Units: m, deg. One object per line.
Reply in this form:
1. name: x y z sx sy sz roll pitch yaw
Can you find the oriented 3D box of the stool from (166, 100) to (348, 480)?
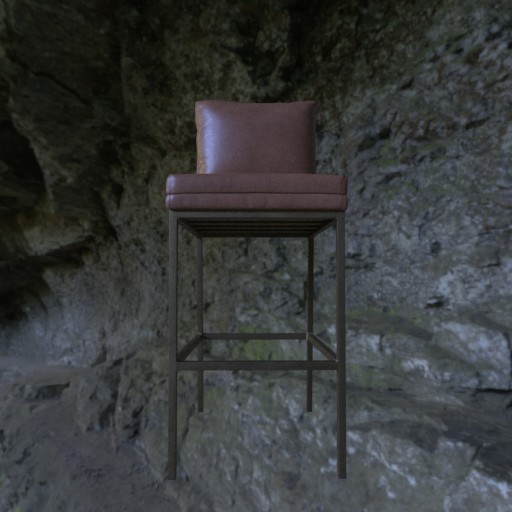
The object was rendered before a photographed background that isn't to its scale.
1. stool: 0.000 0.000 1.387 0.463 1.124 0.571 0 -2 -1
